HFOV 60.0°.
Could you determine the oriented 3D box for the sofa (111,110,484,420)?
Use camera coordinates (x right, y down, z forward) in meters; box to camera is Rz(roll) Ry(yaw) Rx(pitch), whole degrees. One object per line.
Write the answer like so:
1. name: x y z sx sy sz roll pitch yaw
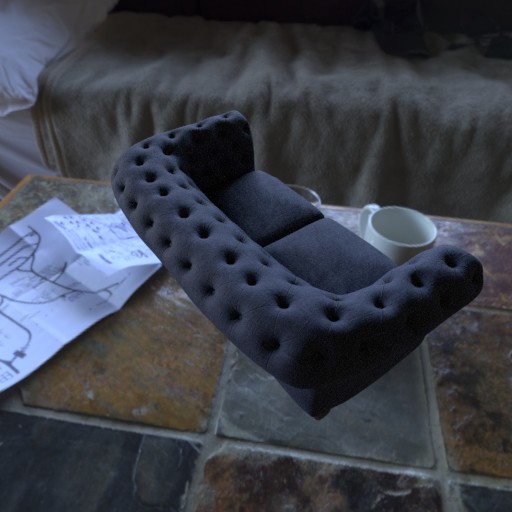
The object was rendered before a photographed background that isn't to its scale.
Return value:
1. sofa: 0.000 0.000 2.461 1.082 0.833 1.988 -25 47 -26
